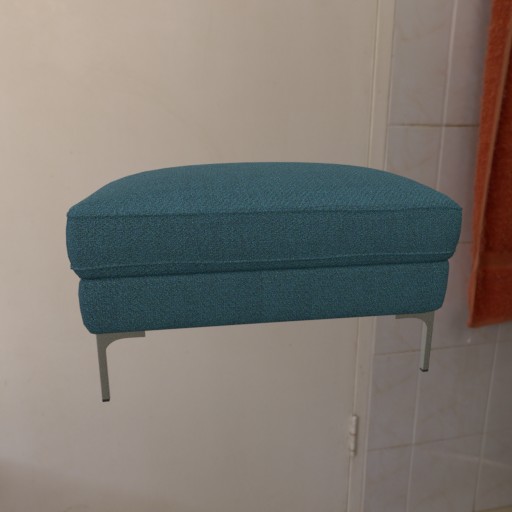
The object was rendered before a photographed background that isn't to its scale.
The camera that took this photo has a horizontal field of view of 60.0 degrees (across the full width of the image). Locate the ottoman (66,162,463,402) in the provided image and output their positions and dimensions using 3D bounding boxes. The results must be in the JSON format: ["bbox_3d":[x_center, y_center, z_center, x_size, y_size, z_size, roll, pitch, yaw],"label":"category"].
[{"bbox_3d":[0.000,0.000,1.207,0.856,0.498,0.563,-2,15,-10],"label":"ottoman"}]
